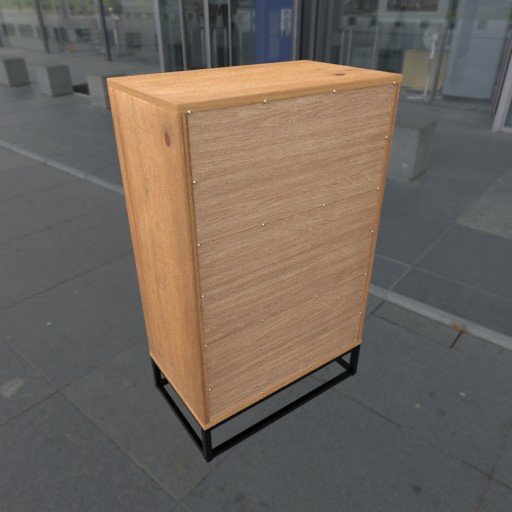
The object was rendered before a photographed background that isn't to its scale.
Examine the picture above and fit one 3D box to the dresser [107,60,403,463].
[{"bbox_3d":[0.000,0.000,1.630,0.761,1.240,0.479,-20,35,-30],"label":"dresser"}]
